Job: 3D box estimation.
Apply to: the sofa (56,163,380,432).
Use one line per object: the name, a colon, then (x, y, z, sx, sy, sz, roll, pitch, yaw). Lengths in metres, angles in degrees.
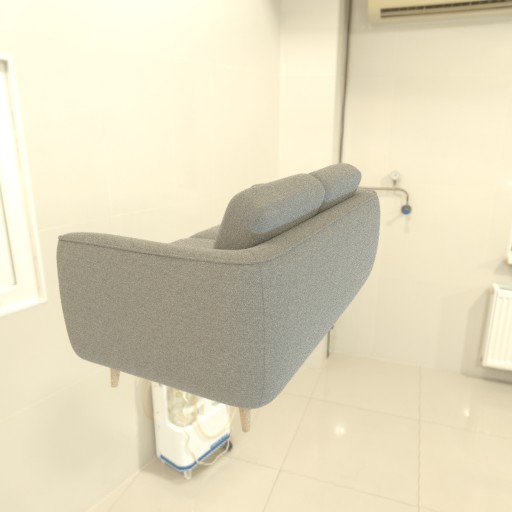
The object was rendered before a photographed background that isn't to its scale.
sofa: (0.000, 0.000, 2.187, 0.920, 0.850, 1.700, 8, 18, 26)
